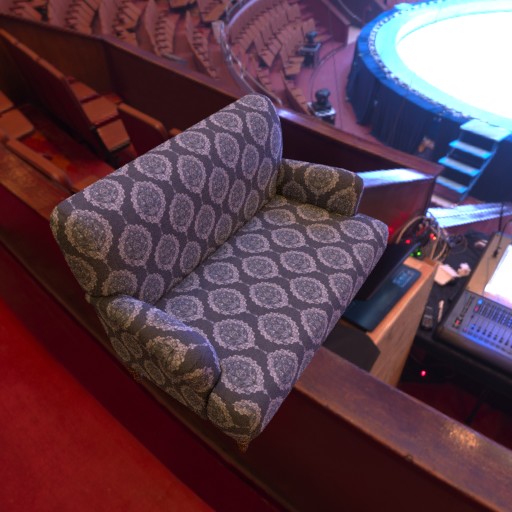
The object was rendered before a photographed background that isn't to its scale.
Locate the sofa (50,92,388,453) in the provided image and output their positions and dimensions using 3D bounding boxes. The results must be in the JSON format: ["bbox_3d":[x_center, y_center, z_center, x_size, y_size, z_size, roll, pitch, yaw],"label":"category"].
[{"bbox_3d":[0.000,0.000,1.841,0.779,0.867,1.297,24,47,24],"label":"sofa"}]
